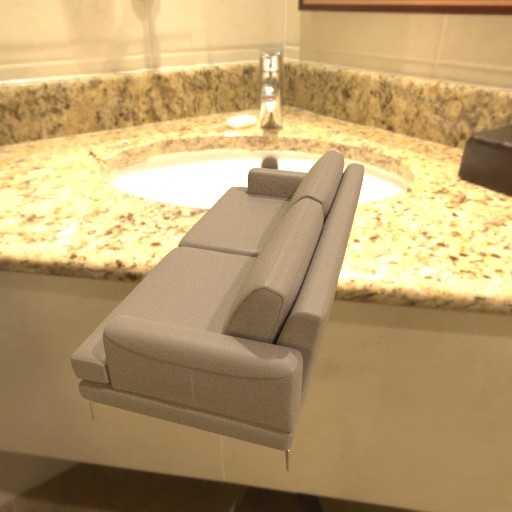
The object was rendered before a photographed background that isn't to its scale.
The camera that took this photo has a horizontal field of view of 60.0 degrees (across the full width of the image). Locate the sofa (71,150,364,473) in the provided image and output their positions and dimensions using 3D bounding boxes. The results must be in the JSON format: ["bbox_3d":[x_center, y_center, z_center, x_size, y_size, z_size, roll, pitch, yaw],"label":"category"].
[{"bbox_3d":[0.000,0.000,2.408,0.974,0.765,1.940,9,31,14],"label":"sofa"}]
